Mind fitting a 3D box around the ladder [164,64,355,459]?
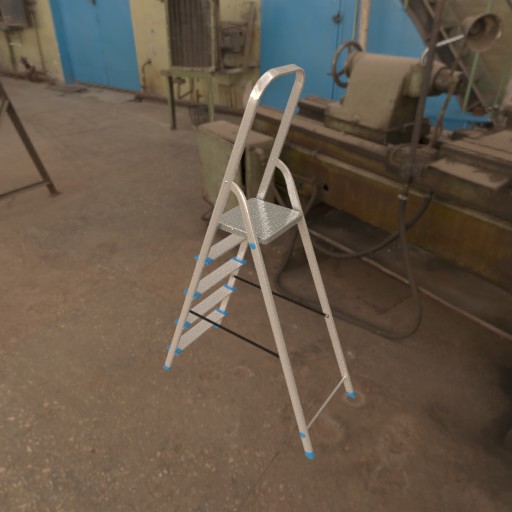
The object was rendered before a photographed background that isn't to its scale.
[{"bbox_3d":[0.000,0.000,2.045,0.990,1.648,0.468,21,37,30],"label":"ladder"}]
